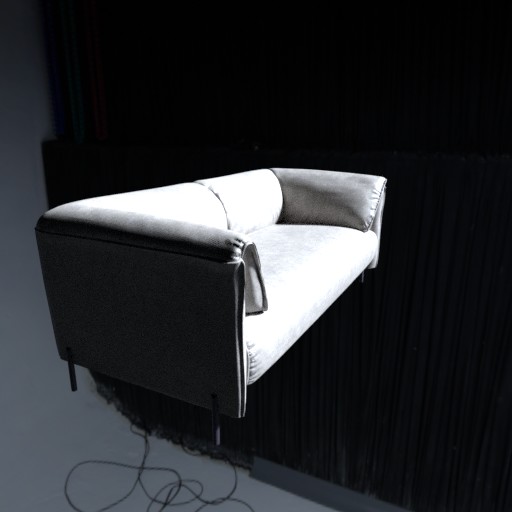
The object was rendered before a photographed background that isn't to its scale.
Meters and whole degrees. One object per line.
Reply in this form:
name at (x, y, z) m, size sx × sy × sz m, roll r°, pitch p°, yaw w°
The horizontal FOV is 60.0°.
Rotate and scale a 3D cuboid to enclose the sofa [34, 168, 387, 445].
sofa at (0.000, 0.000, 2.295) m, size 0.905 × 0.747 × 1.878 m, roll 8°, pitch 18°, yaw 27°
